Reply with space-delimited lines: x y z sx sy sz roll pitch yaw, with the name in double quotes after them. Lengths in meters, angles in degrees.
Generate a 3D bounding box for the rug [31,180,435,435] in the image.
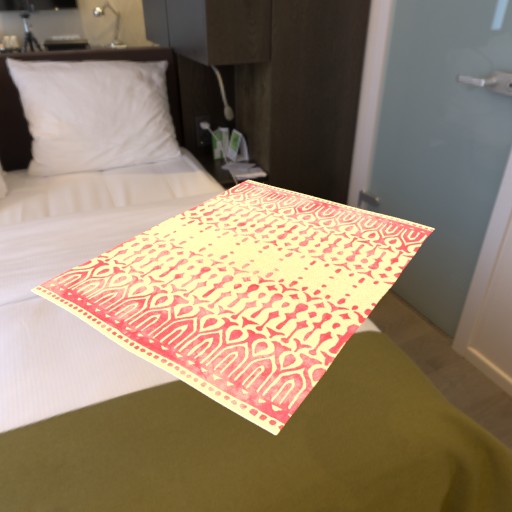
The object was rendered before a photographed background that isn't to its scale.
0.000 0.000 4.158 2.441 0.016 3.095 20 36 30 "rug"
